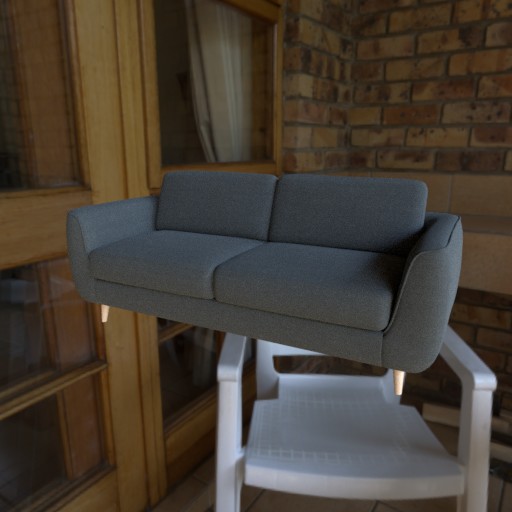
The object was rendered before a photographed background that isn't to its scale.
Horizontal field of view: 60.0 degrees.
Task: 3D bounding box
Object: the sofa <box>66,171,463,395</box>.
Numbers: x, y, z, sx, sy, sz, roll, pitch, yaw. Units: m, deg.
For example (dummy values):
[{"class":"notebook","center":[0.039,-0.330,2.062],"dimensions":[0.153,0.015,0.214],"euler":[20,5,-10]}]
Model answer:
[{"class":"sofa","center":[0.000,0.000,2.401],"dimensions":[2.000,0.850,0.920],"euler":[7,16,27]}]
